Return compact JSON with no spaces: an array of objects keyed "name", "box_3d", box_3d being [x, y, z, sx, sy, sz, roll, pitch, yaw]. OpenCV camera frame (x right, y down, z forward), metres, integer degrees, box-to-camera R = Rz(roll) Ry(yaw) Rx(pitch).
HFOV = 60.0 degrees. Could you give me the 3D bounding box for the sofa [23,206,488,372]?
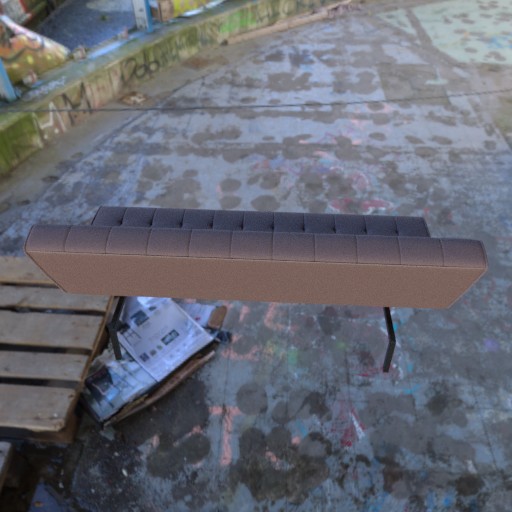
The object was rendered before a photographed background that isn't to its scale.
[{"name":"sofa","box_3d":[0.000,0.000,2.068,1.703,0.699,0.747,2,46,2]}]
